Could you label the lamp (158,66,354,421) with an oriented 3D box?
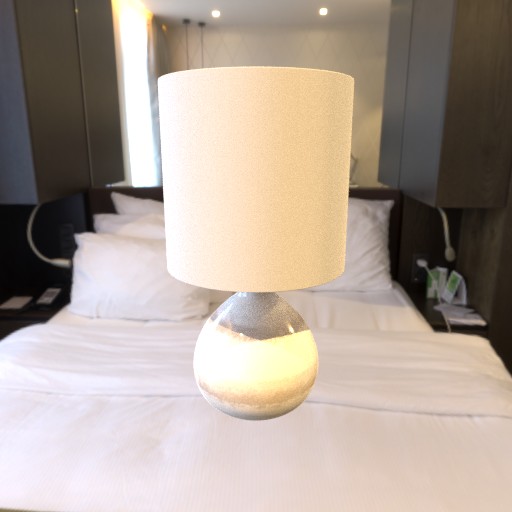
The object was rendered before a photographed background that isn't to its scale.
[{"bbox_3d":[0.000,0.000,0.549,0.217,0.404,0.217,-7,16,-26],"label":"lamp"}]
